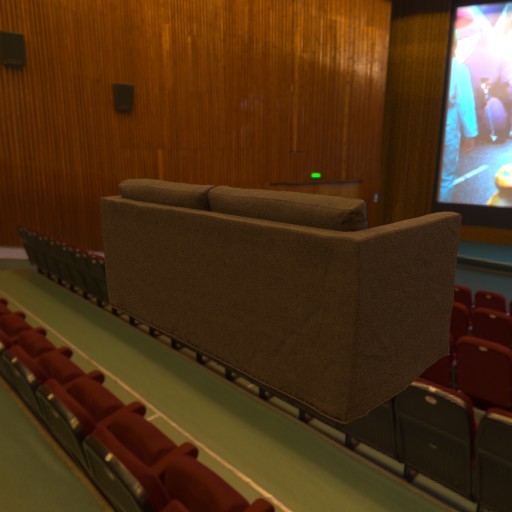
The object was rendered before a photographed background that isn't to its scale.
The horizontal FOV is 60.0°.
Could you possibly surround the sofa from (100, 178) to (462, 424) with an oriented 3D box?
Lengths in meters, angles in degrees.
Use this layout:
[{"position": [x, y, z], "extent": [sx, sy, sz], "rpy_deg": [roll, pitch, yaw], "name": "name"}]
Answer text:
[{"position": [0.000, 0.000, 2.571], "extent": [0.953, 0.855, 1.982], "rpy_deg": [-13, 19, -43], "name": "sofa"}]
